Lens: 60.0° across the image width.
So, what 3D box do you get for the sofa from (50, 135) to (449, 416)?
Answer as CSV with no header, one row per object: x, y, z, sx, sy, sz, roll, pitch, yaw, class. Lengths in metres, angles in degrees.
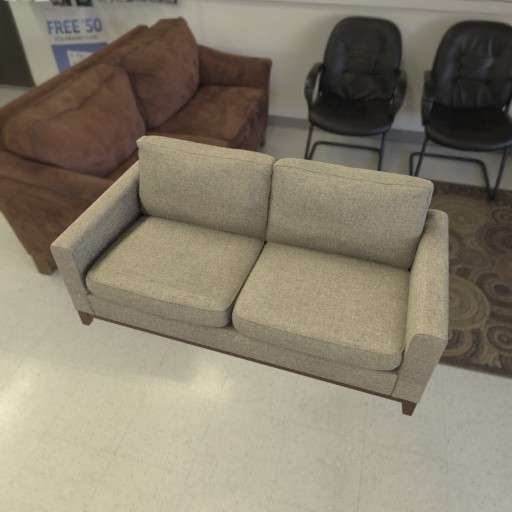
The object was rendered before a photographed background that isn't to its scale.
0.000,0.000,2.479,1.978,0.892,0.969,12,43,13,sofa
